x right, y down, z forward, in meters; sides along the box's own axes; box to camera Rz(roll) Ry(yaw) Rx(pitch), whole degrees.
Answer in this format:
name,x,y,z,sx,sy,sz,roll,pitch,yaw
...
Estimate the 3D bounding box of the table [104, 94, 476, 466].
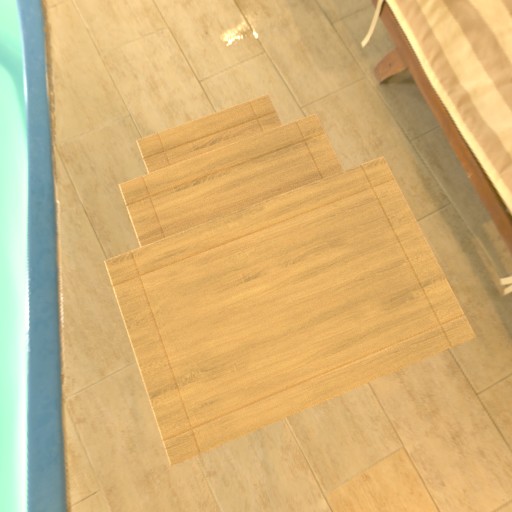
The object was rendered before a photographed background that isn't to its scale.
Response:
name,x,y,z,sx,sy,sz,roll,pitch,yaw
table,0.000,0.000,1.221,0.660,0.535,0.773,-21,77,-5
